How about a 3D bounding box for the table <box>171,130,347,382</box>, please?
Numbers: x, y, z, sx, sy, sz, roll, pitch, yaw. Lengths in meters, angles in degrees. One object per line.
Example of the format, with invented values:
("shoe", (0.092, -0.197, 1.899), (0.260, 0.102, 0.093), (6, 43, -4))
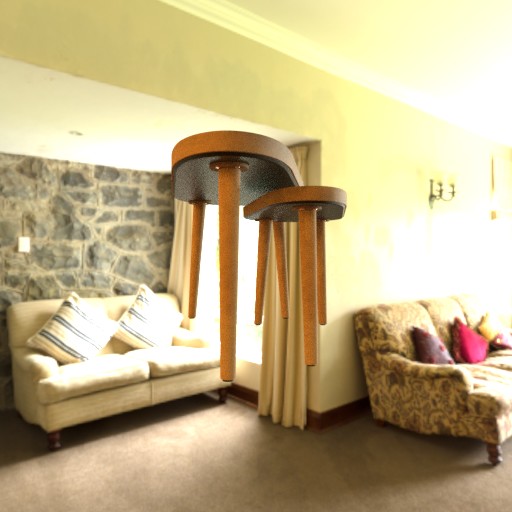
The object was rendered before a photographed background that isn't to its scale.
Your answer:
("table", (0.000, 0.000, 1.625), (0.701, 0.595, 1.190), (0, 1, -1))
